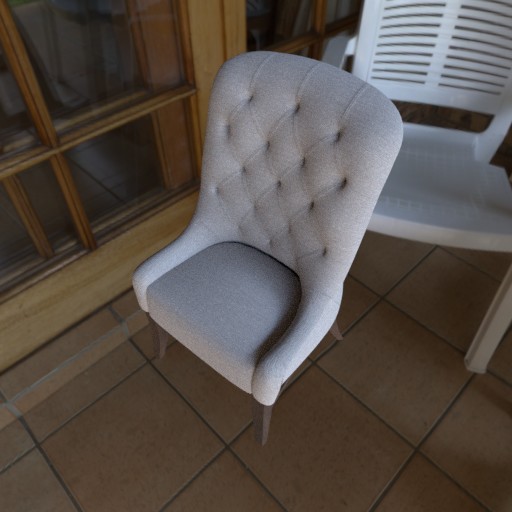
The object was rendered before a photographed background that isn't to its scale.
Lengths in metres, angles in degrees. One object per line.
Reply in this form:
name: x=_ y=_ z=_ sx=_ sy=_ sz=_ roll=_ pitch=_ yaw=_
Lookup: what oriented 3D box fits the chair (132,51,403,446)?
chair: x=0.000 y=0.000 z=1.467 sx=0.634 sy=1.091 sz=0.629 roll=31 pitch=55 yaw=26
